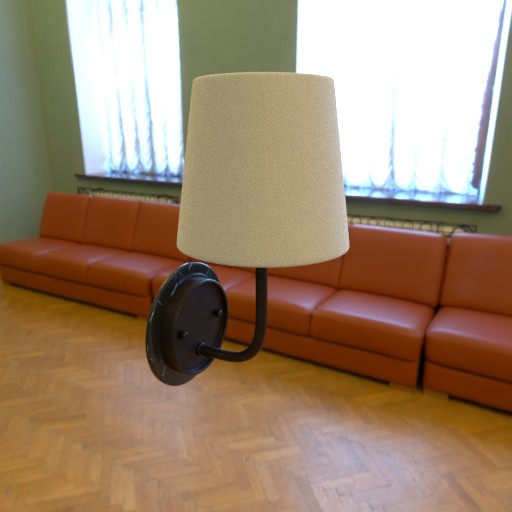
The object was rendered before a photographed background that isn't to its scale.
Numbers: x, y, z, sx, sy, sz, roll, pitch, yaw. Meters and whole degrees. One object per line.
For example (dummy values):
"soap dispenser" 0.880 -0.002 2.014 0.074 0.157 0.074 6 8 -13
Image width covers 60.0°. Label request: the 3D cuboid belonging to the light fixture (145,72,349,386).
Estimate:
"light fixture" 0.000 0.000 0.456 0.188 0.337 0.168 8 18 27
